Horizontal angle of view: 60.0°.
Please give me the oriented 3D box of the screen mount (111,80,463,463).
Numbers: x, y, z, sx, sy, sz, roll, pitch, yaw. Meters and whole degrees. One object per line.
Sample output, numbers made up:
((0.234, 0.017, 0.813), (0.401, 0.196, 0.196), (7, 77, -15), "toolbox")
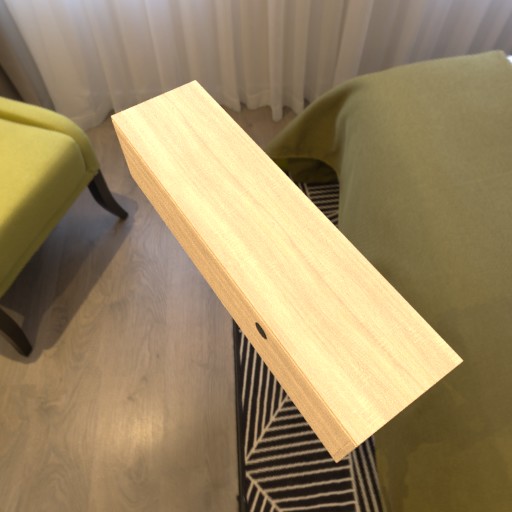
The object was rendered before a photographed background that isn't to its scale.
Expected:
((0.000, 0.000, 1.740), (0.401, 0.509, 1.500), (-30, 63, -17), "screen mount")
